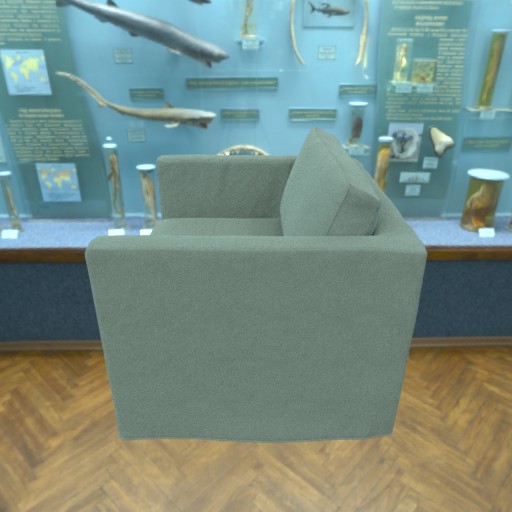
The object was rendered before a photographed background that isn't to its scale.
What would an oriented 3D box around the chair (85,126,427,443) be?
[{"bbox_3d":[0.000,0.000,1.745,0.949,0.863,1.057,0,26,0],"label":"chair"}]
